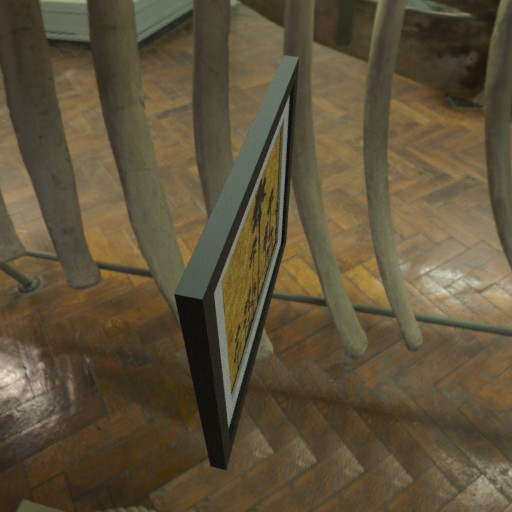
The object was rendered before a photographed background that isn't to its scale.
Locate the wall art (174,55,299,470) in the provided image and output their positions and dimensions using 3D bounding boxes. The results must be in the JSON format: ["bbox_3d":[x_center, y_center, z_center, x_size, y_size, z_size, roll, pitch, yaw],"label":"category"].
[{"bbox_3d":[0.000,0.000,0.766,0.028,0.460,0.561,9,47,9],"label":"wall art"}]
